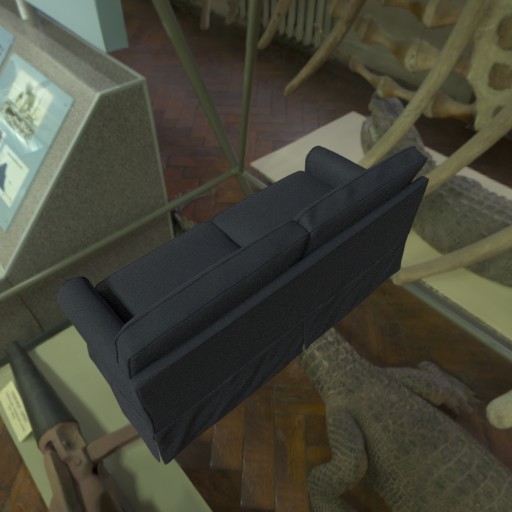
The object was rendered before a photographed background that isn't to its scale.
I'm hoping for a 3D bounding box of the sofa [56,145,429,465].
[{"bbox_3d":[0.000,0.000,2.831,2.256,1.094,0.983,-33,54,-28],"label":"sofa"}]
